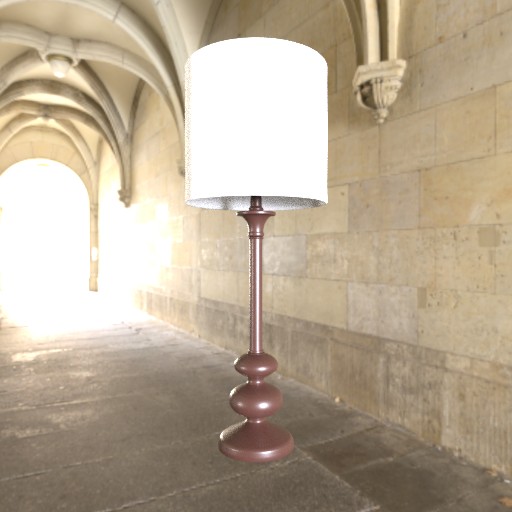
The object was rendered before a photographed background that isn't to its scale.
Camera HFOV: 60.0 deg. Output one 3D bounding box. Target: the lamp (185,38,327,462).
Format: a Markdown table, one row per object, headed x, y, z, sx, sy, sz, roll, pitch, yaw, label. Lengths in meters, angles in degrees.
| x | y | z | sx | sy | sz | roll | pitch | yaw | label |
| --- | --- | --- | --- | --- | --- | --- | --- | --- | --- |
| 0.000 | 0.000 | 0.803 | 0.254 | 0.690 | 0.254 | 0 | 0 | 17 | lamp |
